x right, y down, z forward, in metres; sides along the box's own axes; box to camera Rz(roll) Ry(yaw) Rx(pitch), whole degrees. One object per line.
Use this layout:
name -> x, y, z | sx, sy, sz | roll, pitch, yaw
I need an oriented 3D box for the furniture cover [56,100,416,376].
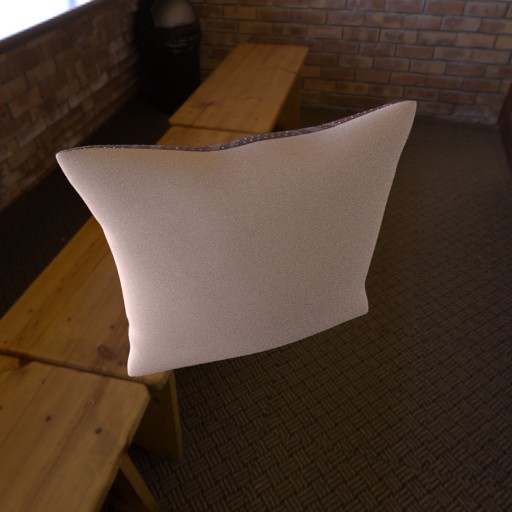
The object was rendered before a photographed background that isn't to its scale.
furniture cover -> 0.000, 0.000, 0.809 | 0.552, 0.509, 0.193 | -12, 43, -14
